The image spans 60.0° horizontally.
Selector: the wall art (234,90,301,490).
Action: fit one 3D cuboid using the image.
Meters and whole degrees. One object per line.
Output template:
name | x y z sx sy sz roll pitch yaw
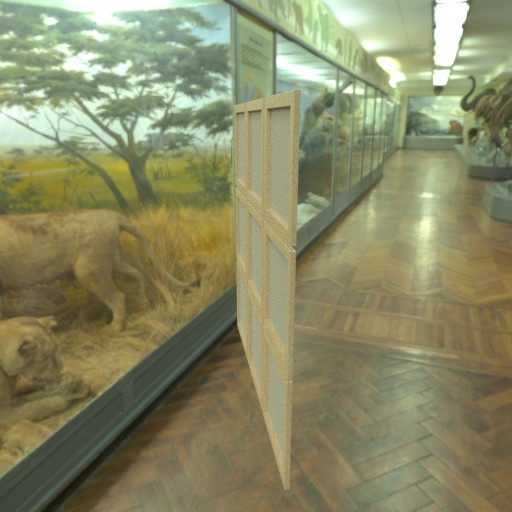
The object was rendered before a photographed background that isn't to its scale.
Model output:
wall art | 0.000 0.000 1.822 0.016 1.207 1.217 -3 17 -9
